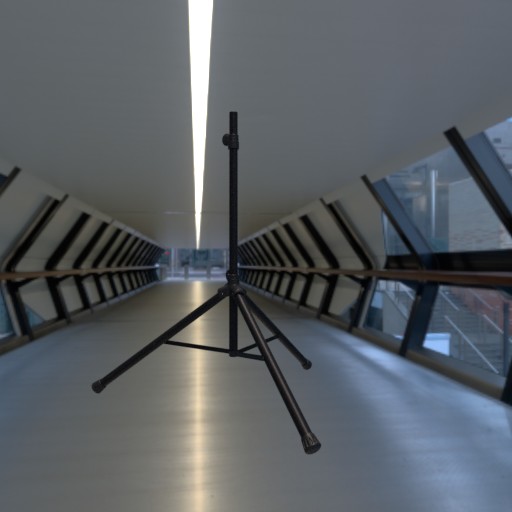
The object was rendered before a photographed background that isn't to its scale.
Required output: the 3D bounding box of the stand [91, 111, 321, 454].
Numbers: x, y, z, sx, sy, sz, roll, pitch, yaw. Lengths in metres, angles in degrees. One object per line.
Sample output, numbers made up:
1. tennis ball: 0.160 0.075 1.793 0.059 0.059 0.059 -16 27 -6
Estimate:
1. stand: 0.000 0.000 1.879 1.045 1.136 0.907 0 0 37
